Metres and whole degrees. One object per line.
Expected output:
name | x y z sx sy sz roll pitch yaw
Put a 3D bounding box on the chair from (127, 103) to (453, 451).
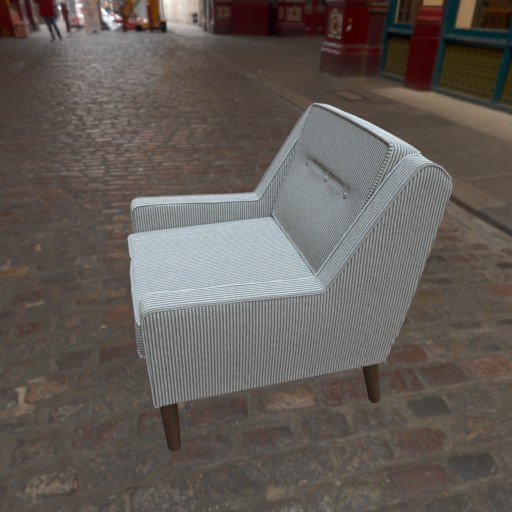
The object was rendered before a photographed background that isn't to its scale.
chair | 0.000 0.000 1.337 0.743 0.792 0.663 -8 31 -13
